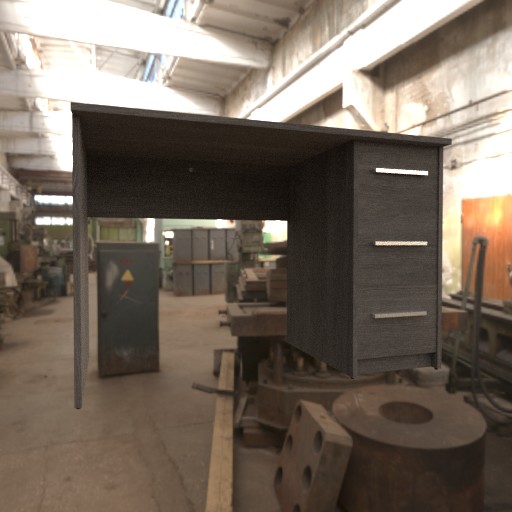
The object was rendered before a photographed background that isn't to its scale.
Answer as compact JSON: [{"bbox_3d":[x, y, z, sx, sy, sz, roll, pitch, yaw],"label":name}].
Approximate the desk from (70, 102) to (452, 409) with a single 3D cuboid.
[{"bbox_3d":[0.000,0.000,1.476,1.097,0.735,0.560,0,1,-19],"label":"desk"}]
